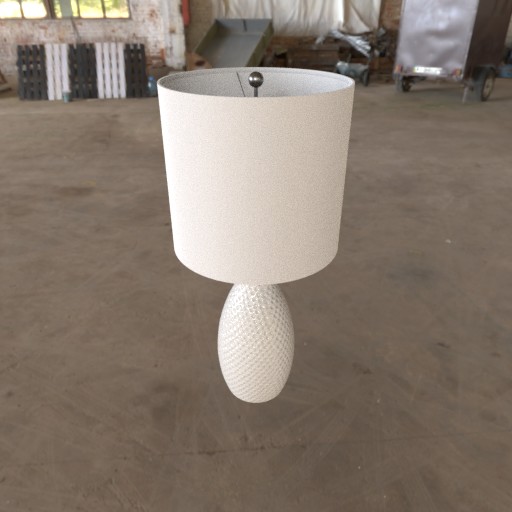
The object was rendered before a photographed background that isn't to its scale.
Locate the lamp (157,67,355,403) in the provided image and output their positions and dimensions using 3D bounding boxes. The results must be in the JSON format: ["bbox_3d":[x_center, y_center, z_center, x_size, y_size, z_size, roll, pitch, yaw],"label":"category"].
[{"bbox_3d":[0.000,0.000,0.601,0.214,0.466,0.214,8,31,14],"label":"lamp"}]
